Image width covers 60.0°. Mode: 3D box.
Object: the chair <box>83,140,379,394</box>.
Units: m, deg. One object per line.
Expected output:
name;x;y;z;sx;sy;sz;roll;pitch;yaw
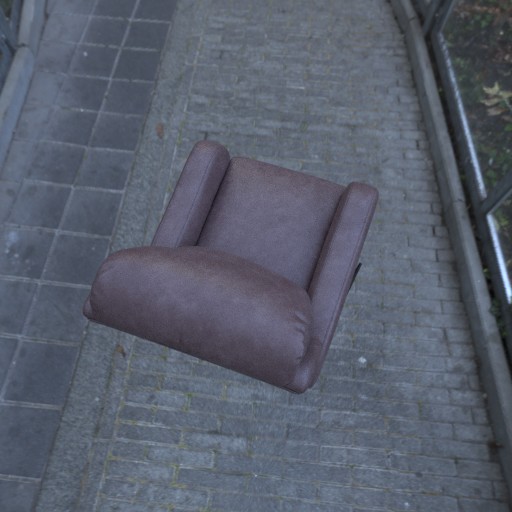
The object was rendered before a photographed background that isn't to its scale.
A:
chair;0.000;0.000;1.793;0.865;1.067;1.067;17;65;8
